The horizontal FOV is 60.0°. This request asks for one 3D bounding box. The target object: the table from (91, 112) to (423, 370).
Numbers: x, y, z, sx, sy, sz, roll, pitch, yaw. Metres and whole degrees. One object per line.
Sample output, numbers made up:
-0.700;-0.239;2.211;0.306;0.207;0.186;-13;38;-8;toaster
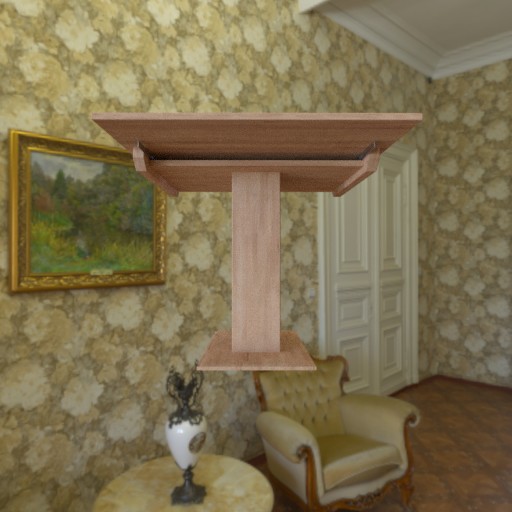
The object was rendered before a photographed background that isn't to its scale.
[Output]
0.000;0.000;1.849;0.900;0.770;1.300;0;0;0;table
